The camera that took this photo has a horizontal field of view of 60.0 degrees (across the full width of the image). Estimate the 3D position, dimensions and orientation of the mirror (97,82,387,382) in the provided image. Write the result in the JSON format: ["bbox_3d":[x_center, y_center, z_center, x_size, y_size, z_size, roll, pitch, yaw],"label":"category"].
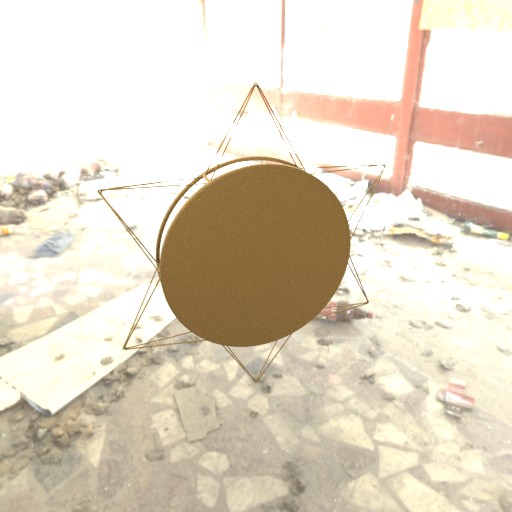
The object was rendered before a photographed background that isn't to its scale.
[{"bbox_3d":[0.000,0.000,0.793,0.498,0.581,0.062,-8,27,-17],"label":"mirror"}]
